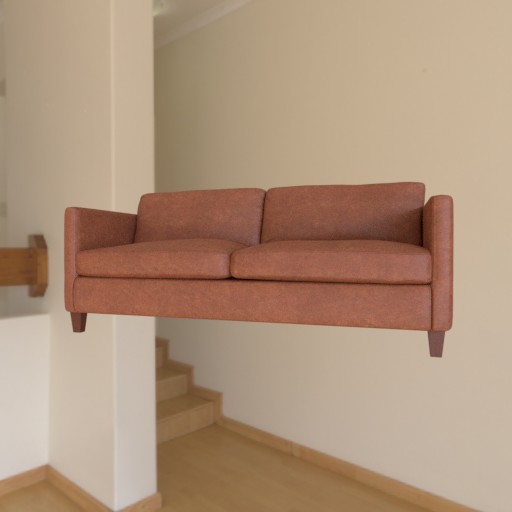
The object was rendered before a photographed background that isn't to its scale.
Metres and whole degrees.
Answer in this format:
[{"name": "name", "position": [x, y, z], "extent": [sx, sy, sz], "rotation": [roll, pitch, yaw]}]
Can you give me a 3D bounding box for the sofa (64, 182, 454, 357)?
[{"name": "sofa", "position": [0.000, 0.000, 2.802], "extent": [2.204, 0.932, 0.950], "rotation": [0, 1, 17]}]
